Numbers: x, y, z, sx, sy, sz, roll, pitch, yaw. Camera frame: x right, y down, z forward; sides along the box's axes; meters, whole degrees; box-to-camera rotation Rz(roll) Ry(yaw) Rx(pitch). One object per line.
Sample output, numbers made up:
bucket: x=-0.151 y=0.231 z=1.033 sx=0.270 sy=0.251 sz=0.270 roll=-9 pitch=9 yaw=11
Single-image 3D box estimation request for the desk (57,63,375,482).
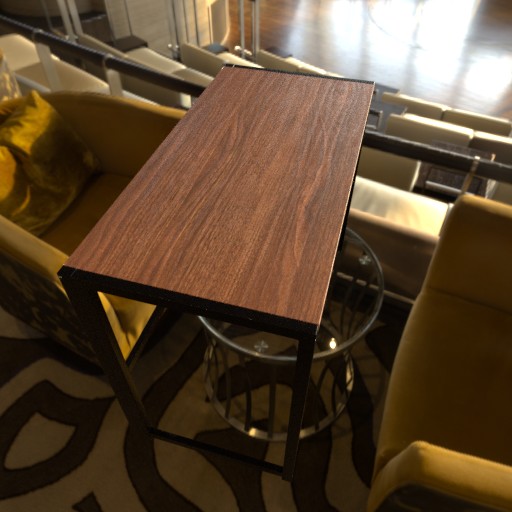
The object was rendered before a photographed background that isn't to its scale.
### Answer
desk: x=0.000 y=0.000 z=1.414 sx=0.508 sy=0.762 sz=1.016 roll=12 pitch=47 yaw=11
